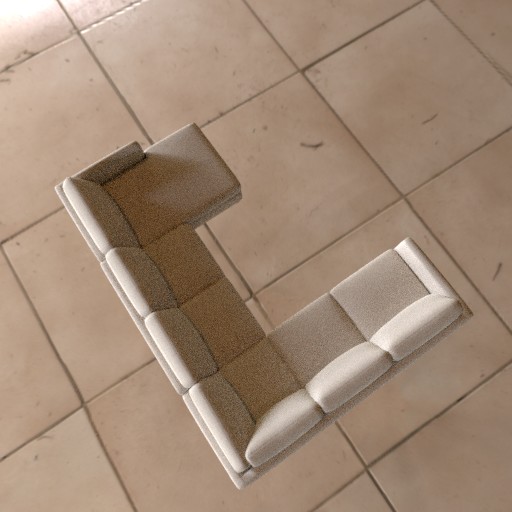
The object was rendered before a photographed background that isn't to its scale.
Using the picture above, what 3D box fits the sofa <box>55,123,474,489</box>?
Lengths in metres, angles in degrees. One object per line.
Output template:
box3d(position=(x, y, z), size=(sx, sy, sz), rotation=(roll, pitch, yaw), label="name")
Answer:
box3d(position=(0.000, 0.000, 4.338), size=(2.551, 0.853, 3.238), rotation=(-33, 77, -9), label="sofa")
